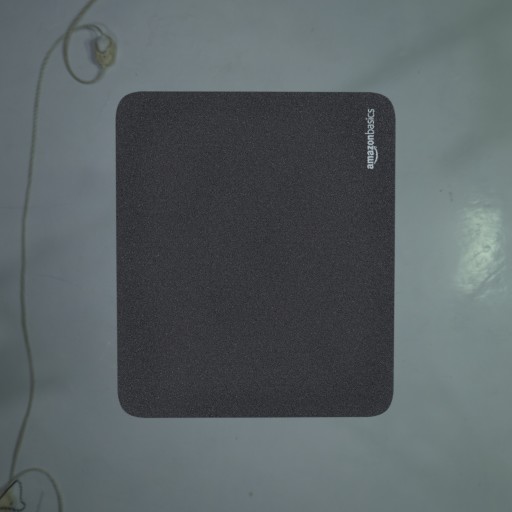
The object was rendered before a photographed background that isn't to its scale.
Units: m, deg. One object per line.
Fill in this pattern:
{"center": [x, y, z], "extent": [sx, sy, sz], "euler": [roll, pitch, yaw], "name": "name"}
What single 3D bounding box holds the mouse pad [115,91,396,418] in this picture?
{"center": [0.000, 0.000, 0.429], "extent": [0.269, 0.002, 0.315], "euler": [0, 91, -1], "name": "mouse pad"}
